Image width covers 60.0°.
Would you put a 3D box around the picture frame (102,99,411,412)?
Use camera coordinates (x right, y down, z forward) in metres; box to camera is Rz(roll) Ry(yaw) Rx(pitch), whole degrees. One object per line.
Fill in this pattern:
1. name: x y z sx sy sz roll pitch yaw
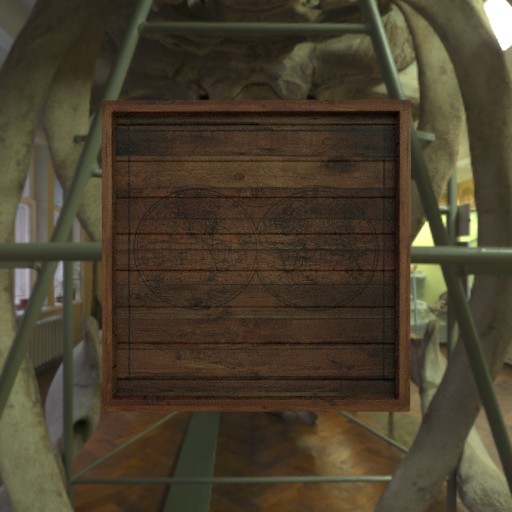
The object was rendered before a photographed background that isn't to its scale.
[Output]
1. picture frame: 0.000 0.000 0.518 0.352 0.356 0.028 0 0 0
